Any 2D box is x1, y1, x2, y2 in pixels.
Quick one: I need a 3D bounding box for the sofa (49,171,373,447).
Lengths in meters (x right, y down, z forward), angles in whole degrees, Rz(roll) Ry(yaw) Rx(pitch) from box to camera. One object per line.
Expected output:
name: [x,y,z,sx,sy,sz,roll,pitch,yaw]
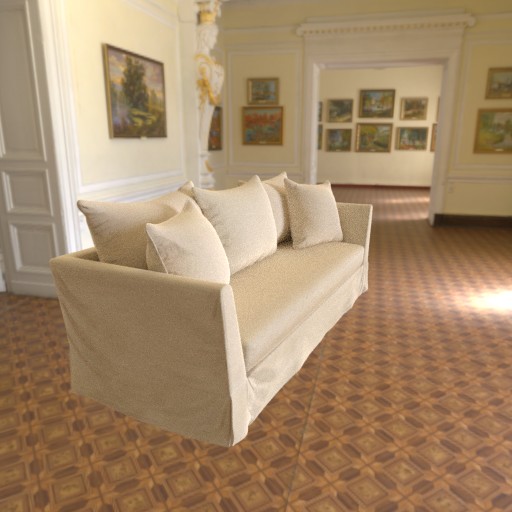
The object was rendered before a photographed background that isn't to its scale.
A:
sofa: [0.000,0.000,3.025,1.030,1.042,2.484,8,17,26]
